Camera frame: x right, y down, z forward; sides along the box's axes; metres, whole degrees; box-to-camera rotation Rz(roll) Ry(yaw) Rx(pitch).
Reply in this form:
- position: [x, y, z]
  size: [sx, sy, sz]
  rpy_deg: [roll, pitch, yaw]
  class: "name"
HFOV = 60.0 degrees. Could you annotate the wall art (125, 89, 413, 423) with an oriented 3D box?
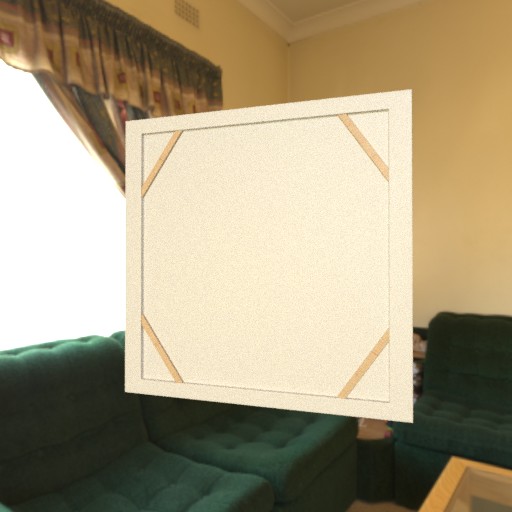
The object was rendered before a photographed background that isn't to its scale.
- position: [0.000, 0.000, 1.640]
  size: [1.092, 1.091, 0.051]
  rpy_deg: [0, -1, 18]
  class: "wall art"
